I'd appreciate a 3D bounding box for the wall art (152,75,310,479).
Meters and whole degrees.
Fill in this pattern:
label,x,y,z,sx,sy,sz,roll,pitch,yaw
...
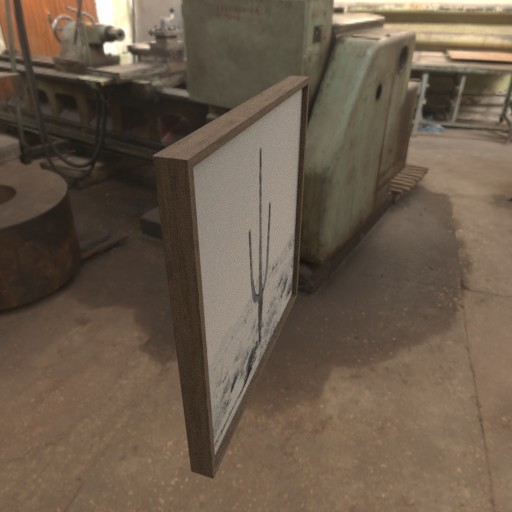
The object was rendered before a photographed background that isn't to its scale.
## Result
label,x,y,z,sx,sy,sz,roll,pitch,yaw
wall art,0.000,0.000,0.765,0.038,0.508,0.508,10,32,16
